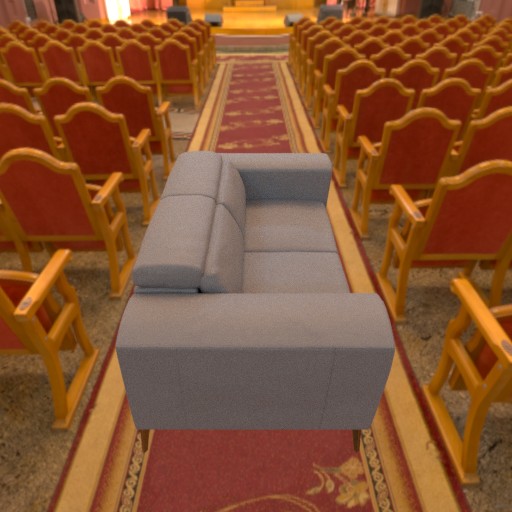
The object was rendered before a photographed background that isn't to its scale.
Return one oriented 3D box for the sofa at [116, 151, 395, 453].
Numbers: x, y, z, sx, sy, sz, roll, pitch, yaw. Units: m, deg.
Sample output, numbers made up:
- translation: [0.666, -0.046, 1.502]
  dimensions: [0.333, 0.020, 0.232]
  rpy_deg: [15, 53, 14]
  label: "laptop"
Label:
- translation: [0.000, 0.000, 2.435]
  dimensions: [1.003, 0.779, 1.895]
  rpy_deg: [0, 33, 0]
  label: "sofa"
